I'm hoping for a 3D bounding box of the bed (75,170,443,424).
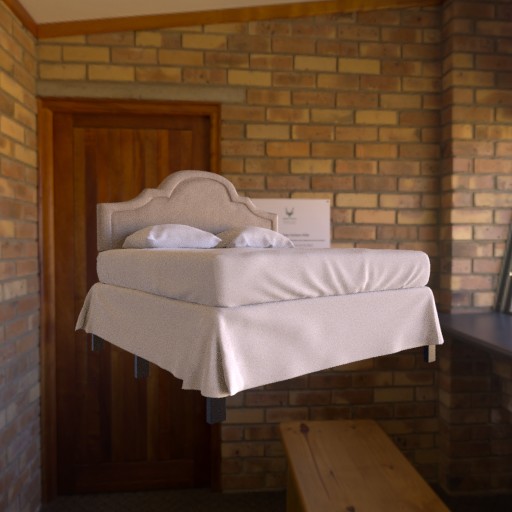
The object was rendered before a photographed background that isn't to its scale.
[{"bbox_3d":[0.000,0.000,3.633,2.303,1.631,2.222,-1,2,-37],"label":"bed"}]
